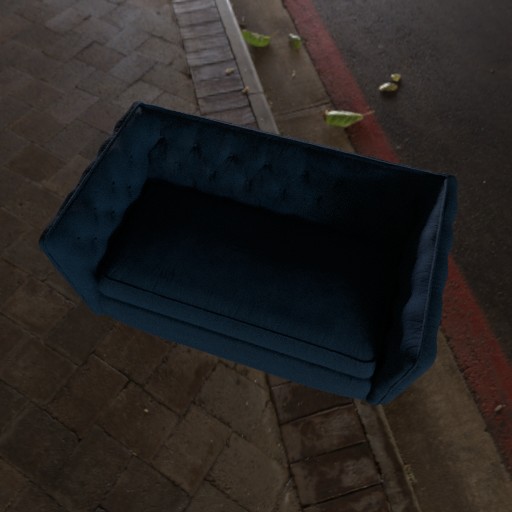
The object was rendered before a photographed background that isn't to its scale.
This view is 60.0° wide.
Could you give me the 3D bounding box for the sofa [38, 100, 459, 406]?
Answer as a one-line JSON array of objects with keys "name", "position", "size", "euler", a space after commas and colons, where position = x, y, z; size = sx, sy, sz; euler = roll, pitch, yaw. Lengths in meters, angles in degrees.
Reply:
[{"name": "sofa", "position": [0.000, 0.000, 2.133], "size": [1.583, 0.810, 0.909], "euler": [16, 61, 9]}]
